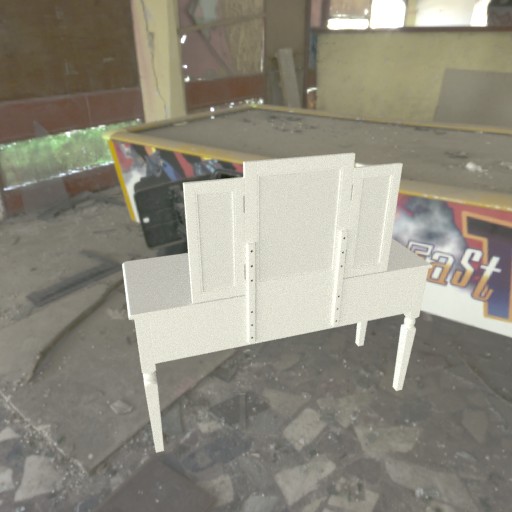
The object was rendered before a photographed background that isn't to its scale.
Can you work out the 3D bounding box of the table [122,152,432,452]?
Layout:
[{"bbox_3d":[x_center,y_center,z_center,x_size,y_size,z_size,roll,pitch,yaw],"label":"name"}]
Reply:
[{"bbox_3d":[0.000,0.000,2.375,1.369,1.310,1.115,-8,27,-16],"label":"table"}]
